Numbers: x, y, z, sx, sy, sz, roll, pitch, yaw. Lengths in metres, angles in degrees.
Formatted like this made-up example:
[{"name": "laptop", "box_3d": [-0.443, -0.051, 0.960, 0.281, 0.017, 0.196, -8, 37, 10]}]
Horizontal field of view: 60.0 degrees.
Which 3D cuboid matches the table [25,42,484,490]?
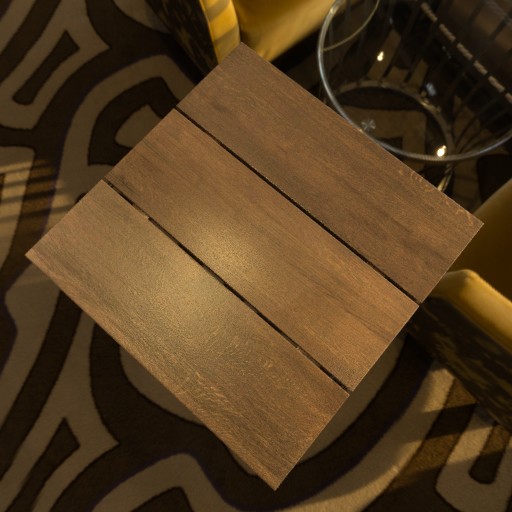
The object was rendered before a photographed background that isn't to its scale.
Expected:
[{"name": "table", "box_3d": [0.000, 0.000, 1.419, 0.900, 0.400, 0.900, 40, 80, 9]}]
